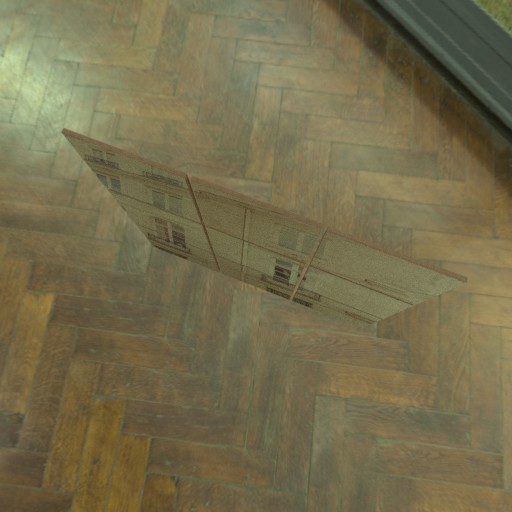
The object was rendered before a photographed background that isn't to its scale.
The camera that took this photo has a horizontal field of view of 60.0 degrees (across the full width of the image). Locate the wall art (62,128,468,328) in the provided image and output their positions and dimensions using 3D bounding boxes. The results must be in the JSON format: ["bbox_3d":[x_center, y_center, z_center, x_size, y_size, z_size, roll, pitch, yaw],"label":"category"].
[{"bbox_3d":[0.000,0.000,1.835,1.221,1.218,0.024,21,76,5],"label":"wall art"}]
